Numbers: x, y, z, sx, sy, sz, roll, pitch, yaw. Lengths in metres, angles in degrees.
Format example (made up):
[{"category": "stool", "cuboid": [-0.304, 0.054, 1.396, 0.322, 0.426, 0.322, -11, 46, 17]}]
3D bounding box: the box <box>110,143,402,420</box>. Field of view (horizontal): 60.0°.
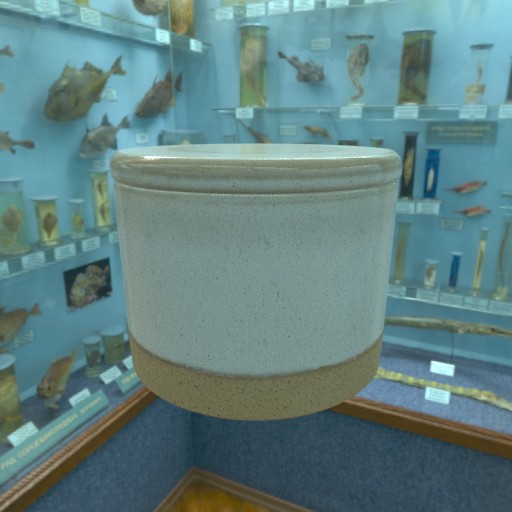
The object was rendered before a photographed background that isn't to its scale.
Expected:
[{"category": "box", "cuboid": [0.000, 0.000, 0.260, 0.154, 0.123, 0.154, 0, 16, 0]}]
